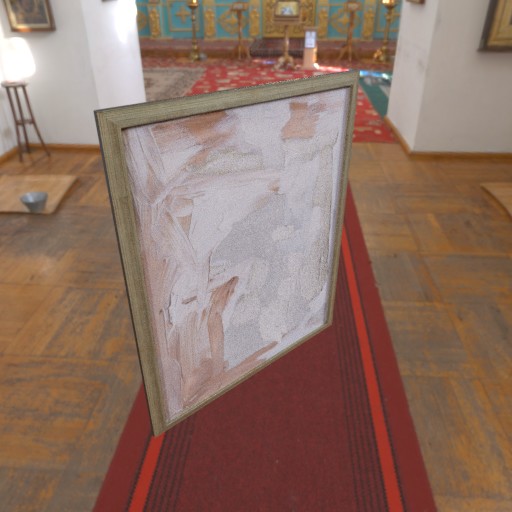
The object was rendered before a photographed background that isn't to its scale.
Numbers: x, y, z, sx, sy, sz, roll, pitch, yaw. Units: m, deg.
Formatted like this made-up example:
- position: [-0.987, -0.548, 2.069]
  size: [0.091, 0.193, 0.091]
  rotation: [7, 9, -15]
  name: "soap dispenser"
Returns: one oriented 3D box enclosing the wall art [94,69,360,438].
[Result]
- position: [0.000, 0.000, 0.909]
  size: [0.559, 0.660, 0.018]
  rotation: [-24, 38, -34]
  name: "wall art"
